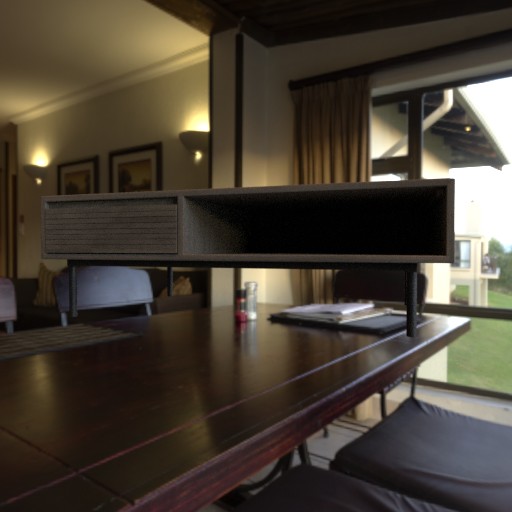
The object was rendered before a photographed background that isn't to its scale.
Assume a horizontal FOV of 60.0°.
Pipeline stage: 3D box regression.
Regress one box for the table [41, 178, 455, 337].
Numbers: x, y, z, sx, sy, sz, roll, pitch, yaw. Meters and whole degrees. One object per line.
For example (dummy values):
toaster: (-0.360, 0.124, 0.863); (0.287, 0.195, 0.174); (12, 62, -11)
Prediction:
table: (0.000, 0.000, 1.404); (1.088, 0.347, 0.643); (0, 1, 18)
